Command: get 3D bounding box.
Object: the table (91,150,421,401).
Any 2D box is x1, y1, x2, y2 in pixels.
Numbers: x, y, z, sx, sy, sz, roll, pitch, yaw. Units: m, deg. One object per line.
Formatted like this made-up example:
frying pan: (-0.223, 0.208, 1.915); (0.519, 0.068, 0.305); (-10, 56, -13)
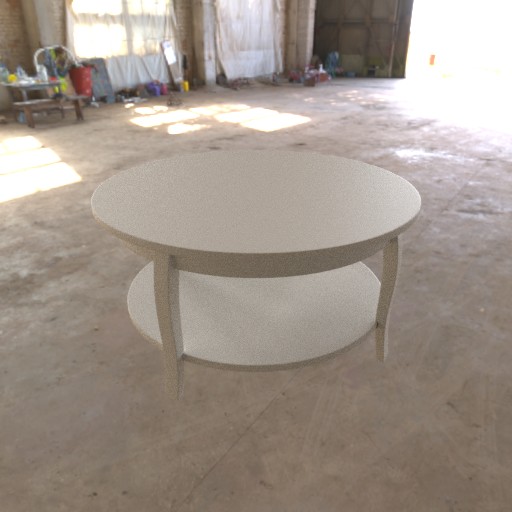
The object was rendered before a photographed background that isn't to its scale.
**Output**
table: (0.000, 0.000, 1.387); (0.910, 0.457, 0.910); (0, 26, 0)
